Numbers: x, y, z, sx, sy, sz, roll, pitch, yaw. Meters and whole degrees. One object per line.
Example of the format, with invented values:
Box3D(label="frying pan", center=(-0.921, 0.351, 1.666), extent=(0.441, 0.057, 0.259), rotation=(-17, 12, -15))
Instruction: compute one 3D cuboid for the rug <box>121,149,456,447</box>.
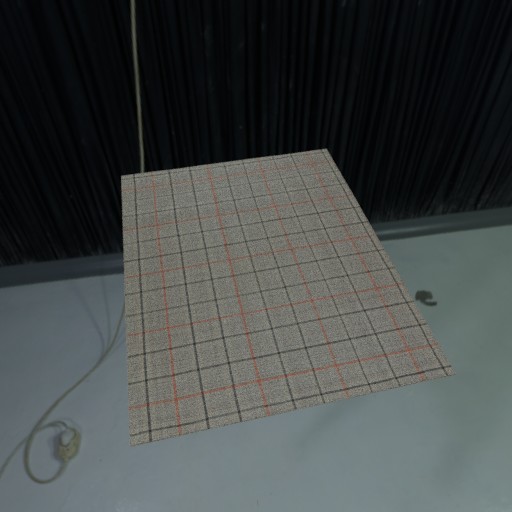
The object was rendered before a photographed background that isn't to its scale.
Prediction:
Box3D(label="rug", center=(0.000, 0.000, 4.192), extent=(2.444, 0.012, 3.048), rotation=(-9, 48, -8))
